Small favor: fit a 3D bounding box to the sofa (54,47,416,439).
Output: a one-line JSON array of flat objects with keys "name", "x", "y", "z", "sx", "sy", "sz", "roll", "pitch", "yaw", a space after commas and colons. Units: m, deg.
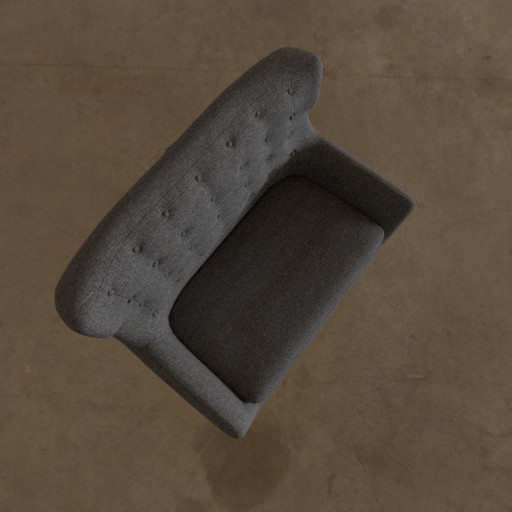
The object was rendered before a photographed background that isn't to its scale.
[{"name": "sofa", "x": 0.000, "y": 0.000, "z": 2.006, "sx": 0.874, "sy": 1.028, "sz": 1.358, "roll": 37, "pitch": 78, "yaw": 10}]
